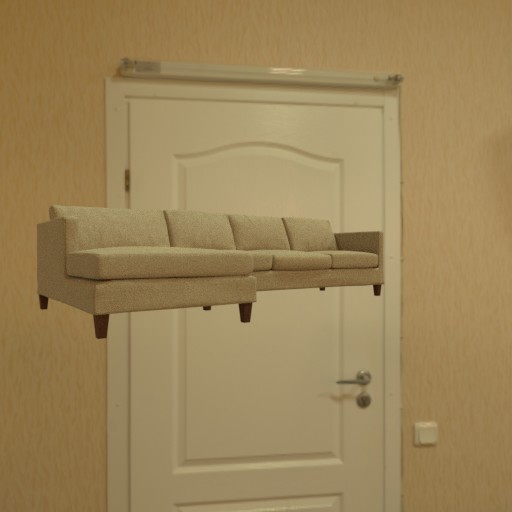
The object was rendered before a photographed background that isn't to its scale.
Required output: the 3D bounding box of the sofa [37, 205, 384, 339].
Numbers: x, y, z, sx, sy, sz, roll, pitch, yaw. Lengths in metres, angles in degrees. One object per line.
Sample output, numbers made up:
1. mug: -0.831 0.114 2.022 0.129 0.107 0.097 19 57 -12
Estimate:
1. sofa: 0.000 0.000 3.822 3.186 0.846 1.625 0 0 -36
